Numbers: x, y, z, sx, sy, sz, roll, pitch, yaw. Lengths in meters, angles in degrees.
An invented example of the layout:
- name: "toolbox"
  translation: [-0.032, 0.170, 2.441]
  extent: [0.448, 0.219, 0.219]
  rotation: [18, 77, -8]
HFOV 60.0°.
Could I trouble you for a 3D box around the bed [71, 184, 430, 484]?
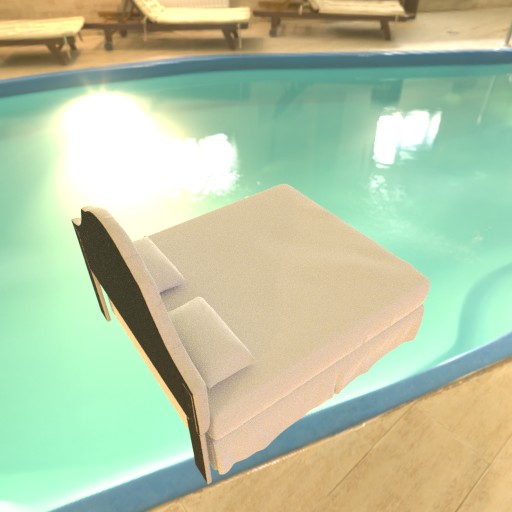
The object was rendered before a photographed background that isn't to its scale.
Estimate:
- name: "bed"
  translation: [0.000, 0.000, 3.572]
  extent: [2.214, 1.615, 2.008]
  rotation: [-25, 46, -27]
